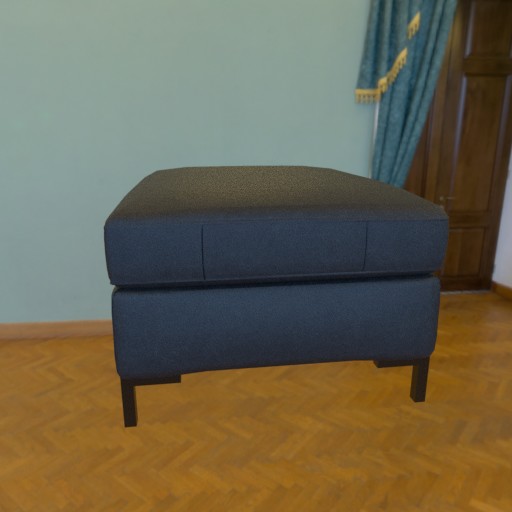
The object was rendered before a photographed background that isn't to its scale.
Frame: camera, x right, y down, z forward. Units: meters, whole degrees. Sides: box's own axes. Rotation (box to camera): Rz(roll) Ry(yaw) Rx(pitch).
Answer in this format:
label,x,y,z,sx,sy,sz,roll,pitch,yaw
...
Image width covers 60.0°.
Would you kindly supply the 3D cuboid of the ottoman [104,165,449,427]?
label,x,y,z,sx,sy,sz,roll,pitch,yaw
ottoman,0.000,0.000,1.807,0.967,0.696,1.187,-2,16,-8
